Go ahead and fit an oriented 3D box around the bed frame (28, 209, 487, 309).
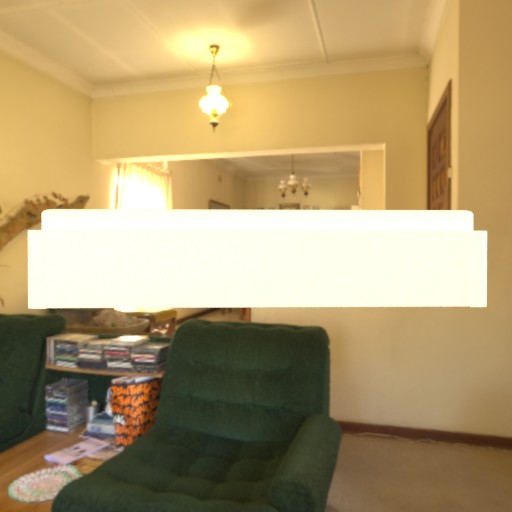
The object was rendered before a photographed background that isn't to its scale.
[{"bbox_3d":[0.000,0.000,2.499,1.900,0.406,1.400,0,1,-2],"label":"bed frame"}]
